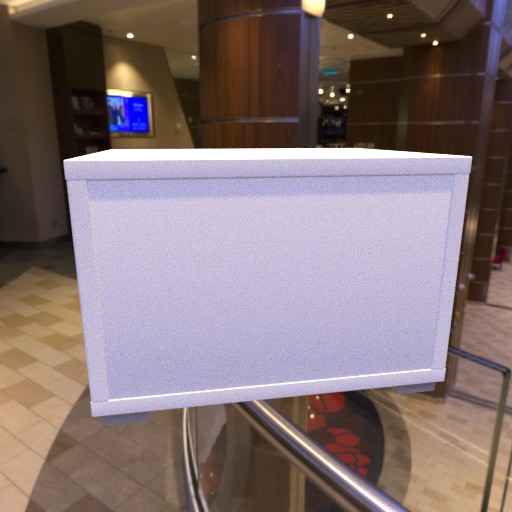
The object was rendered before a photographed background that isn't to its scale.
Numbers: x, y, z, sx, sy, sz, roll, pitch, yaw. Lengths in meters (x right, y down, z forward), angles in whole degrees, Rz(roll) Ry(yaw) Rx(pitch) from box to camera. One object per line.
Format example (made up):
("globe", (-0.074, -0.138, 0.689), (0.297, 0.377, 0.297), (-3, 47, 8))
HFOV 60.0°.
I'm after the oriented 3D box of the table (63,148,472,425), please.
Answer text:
("table", (0.000, 0.000, 0.785), (0.517, 0.357, 0.399), (-3, 15, -10))
